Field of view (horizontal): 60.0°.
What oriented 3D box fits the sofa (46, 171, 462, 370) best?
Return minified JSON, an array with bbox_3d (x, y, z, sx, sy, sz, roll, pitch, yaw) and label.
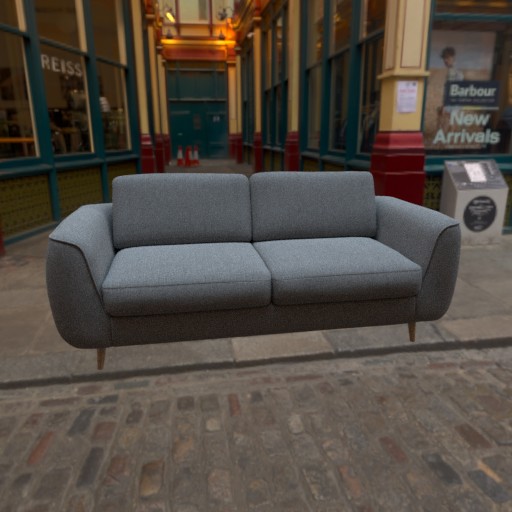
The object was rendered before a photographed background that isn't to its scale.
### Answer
[{"bbox_3d":[0.000,0.000,2.459,2.000,0.870,0.920,-3,16,-10],"label":"sofa"}]
